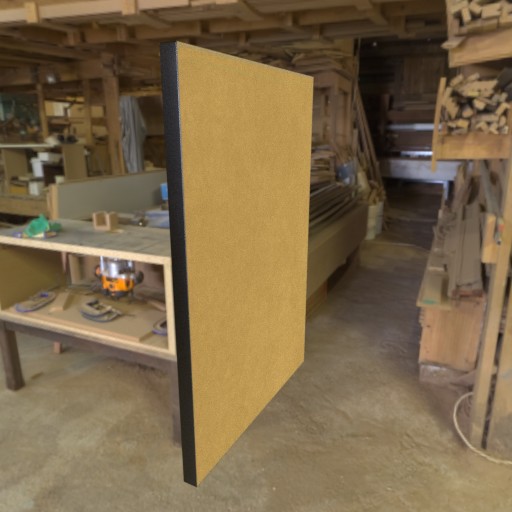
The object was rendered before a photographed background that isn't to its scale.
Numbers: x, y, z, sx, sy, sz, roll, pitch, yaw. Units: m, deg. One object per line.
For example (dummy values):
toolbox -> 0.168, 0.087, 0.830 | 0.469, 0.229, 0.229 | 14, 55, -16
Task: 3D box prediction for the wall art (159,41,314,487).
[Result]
wall art -> 0.000, 0.000, 0.568 | 0.019, 0.455, 0.314 | 8, 18, 27
